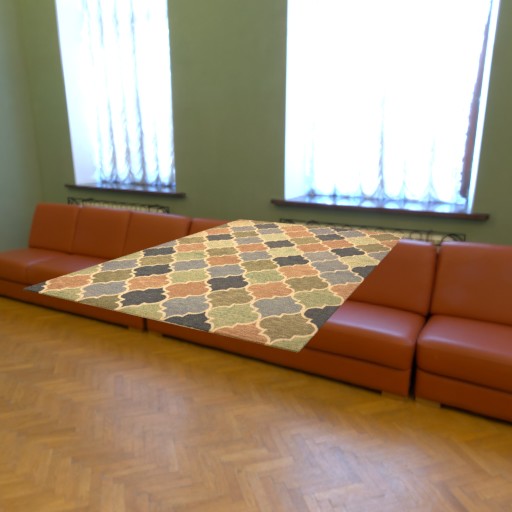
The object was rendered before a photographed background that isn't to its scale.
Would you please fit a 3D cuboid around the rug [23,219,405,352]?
[{"bbox_3d":[0.000,0.000,2.343,1.216,0.006,1.828,7,17,26],"label":"rug"}]
